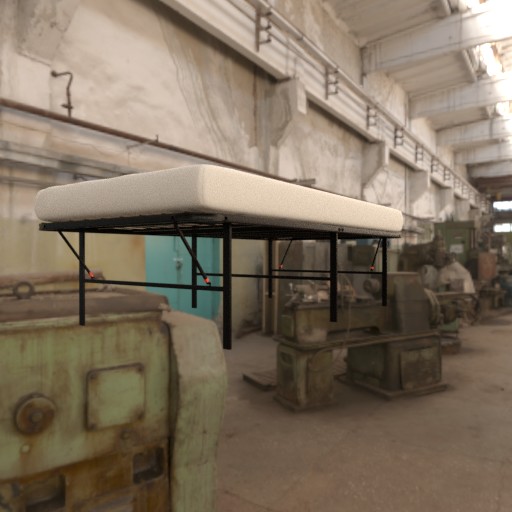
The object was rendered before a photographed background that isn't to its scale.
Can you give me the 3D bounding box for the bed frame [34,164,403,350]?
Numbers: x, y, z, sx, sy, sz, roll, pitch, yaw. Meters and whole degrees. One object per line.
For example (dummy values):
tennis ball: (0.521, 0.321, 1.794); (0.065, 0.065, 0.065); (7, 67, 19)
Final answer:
bed frame: (0.000, 0.000, 2.355); (0.989, 0.619, 1.903); (0, 0, 36)
